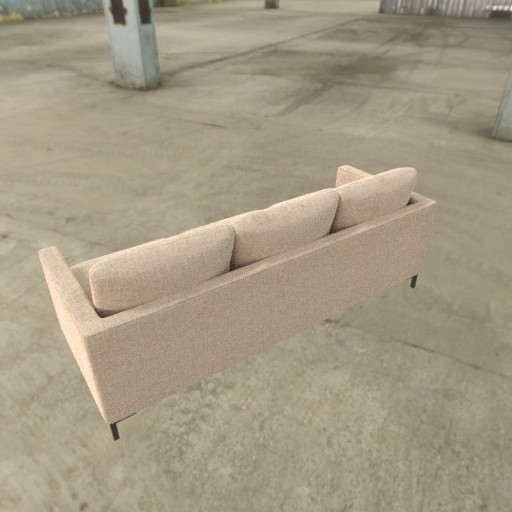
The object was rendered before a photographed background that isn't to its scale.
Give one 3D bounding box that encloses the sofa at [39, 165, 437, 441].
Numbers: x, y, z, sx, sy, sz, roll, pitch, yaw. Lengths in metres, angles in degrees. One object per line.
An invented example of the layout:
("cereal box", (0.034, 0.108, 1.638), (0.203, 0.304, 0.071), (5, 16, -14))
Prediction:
("sofa", (0.000, 0.000, 2.674), (2.218, 0.874, 0.859), (-20, 37, -29))
